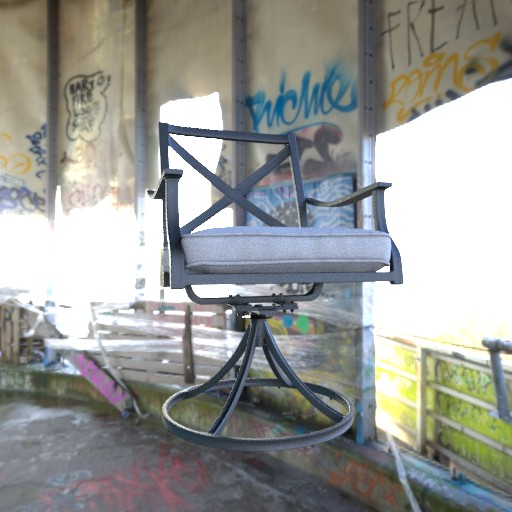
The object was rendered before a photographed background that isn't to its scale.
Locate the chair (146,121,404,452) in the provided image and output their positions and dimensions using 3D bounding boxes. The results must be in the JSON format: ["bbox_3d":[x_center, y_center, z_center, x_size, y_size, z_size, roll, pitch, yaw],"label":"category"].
[{"bbox_3d":[0.000,0.000,1.270,0.575,0.889,0.620,0,0,-18],"label":"chair"}]
